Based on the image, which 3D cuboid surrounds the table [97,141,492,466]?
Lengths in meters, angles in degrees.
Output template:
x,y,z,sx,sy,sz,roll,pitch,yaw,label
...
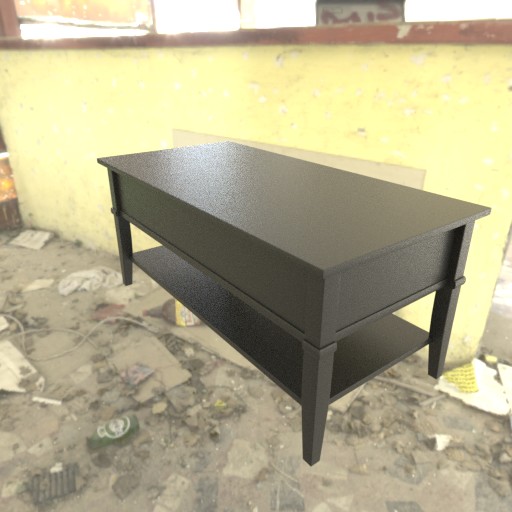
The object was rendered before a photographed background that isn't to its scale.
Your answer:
x,y,z,sx,sy,sz,roll,pitch,yaw,label
0.000,0.000,1.314,0.523,0.470,1.044,-17,30,-33,table
